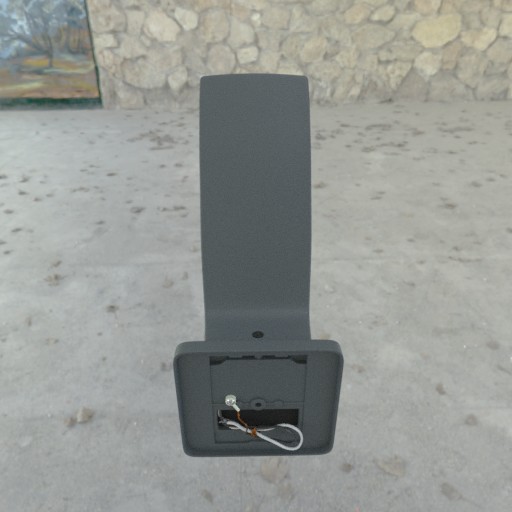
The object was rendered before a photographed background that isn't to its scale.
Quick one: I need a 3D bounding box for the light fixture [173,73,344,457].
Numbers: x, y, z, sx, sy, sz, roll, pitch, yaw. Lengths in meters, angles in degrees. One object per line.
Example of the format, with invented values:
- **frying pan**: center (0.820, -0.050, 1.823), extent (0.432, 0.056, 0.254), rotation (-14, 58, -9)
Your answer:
- **light fixture**: center (0.000, 0.000, 0.336), extent (0.108, 0.243, 0.174), rotation (-1, 29, -1)
